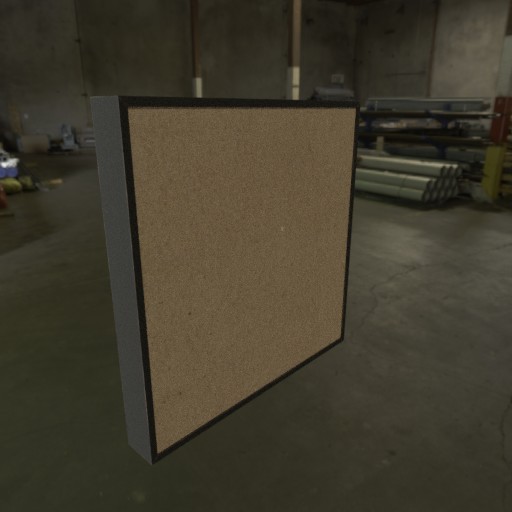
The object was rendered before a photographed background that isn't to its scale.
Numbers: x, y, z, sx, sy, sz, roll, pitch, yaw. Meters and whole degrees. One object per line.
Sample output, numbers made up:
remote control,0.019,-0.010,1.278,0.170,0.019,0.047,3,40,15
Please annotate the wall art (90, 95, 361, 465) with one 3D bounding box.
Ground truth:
wall art,0.000,0.000,0.457,0.038,0.305,0.305,17,25,41
